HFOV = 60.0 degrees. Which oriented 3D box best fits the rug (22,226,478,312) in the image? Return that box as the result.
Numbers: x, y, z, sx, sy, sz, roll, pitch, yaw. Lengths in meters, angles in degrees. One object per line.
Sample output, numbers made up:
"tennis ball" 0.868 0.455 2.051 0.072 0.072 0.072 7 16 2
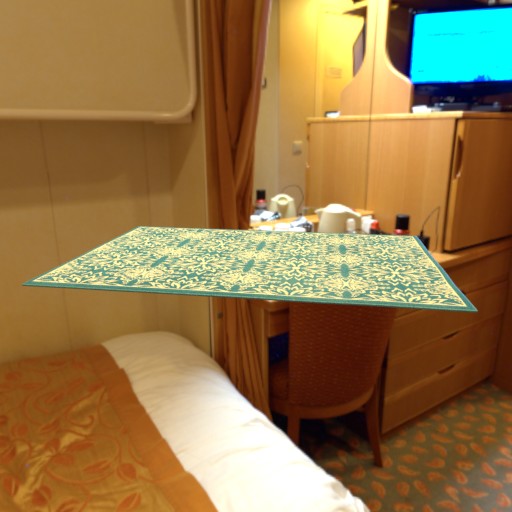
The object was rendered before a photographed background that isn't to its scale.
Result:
"rug" 0.000 0.000 3.517 2.769 0.018 1.830 3 16 9
